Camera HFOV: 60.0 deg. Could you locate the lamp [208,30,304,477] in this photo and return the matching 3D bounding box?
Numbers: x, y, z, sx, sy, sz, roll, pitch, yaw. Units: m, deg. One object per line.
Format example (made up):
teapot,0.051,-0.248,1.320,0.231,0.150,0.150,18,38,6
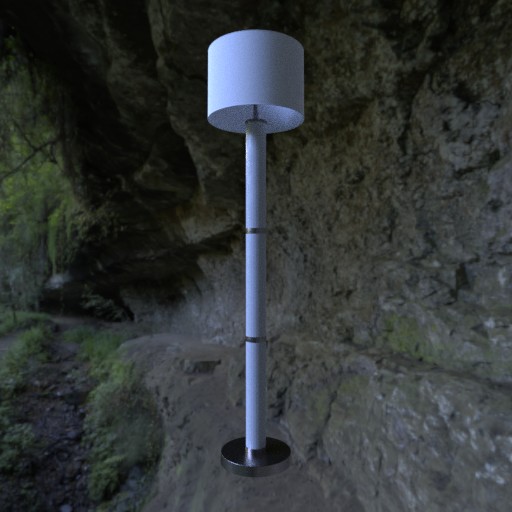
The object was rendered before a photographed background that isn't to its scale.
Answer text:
lamp,0.000,0.000,1.741,0.377,1.599,0.377,0,0,17
